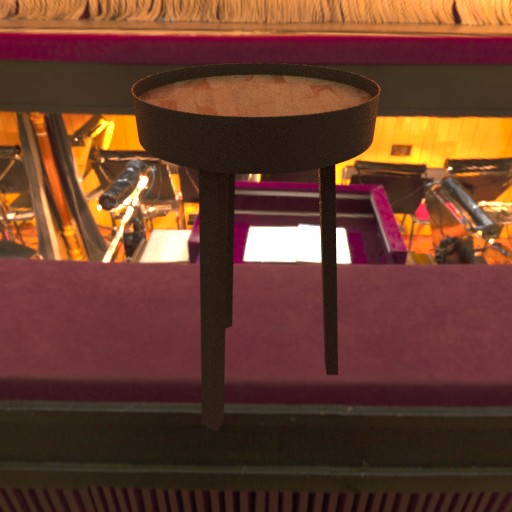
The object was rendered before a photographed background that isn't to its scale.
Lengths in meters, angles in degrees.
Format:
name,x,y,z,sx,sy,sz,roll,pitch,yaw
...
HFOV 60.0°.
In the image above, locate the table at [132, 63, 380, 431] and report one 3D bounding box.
name,x,y,z,sx,sy,sz,roll,pitch,yaw
table,0.000,0.000,0.928,0.406,0.686,0.406,1,33,1
